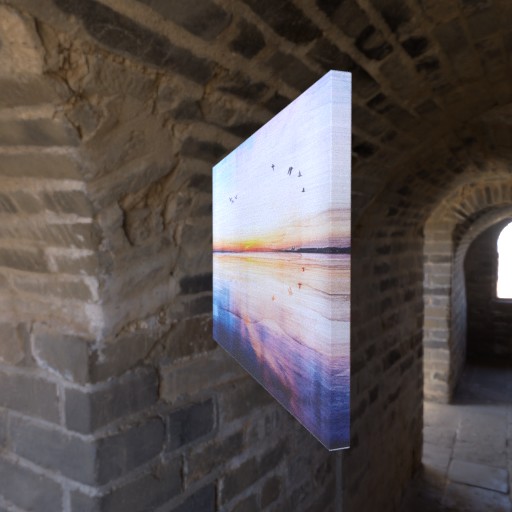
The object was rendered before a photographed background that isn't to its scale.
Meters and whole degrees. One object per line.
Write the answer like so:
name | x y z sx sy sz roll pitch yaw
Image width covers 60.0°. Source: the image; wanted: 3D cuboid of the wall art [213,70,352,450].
wall art | 0.000 0.000 1.143 0.037 0.605 0.911 0 1 -17
